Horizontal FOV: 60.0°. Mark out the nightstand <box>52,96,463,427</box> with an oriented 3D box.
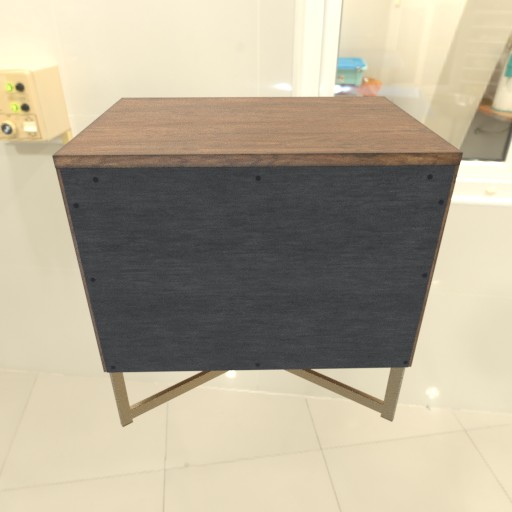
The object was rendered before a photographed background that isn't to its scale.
[{"bbox_3d":[0.000,0.000,1.002,0.610,0.610,0.446,-1,30,-1],"label":"nightstand"}]
